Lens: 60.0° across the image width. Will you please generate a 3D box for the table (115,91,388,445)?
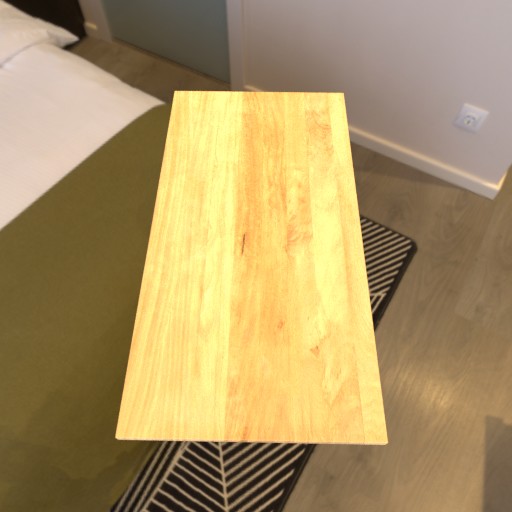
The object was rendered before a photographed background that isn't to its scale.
[{"bbox_3d":[0.000,0.000,1.654,0.699,0.400,1.348,1,59,1],"label":"table"}]
